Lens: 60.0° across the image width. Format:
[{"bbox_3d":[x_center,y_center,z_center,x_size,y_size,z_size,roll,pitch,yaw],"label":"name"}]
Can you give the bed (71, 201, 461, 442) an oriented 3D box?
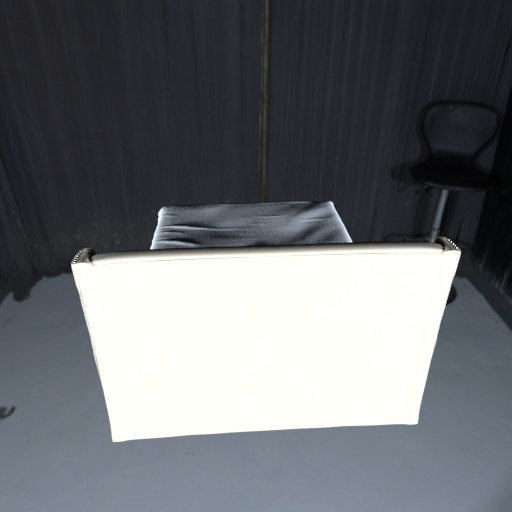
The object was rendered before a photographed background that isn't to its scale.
[{"bbox_3d":[0.000,0.000,3.427,1.925,1.332,2.276,-2,30,-3],"label":"bed"}]
